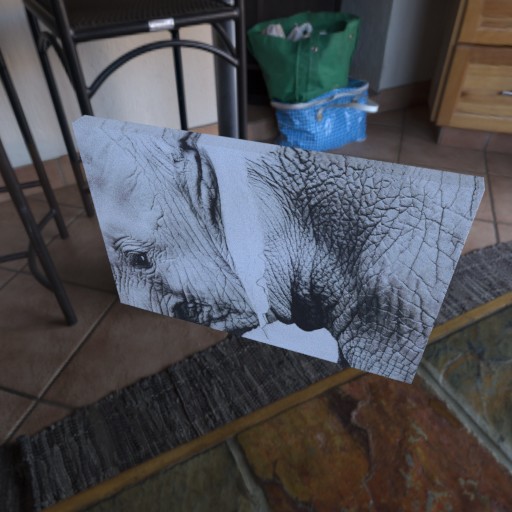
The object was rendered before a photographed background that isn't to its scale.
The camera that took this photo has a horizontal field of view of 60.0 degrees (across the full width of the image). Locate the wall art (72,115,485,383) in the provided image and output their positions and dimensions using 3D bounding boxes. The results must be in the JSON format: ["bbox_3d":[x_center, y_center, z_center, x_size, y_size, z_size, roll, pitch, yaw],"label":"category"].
[{"bbox_3d":[0.000,0.000,0.769,0.613,0.407,0.035,13,41,15],"label":"wall art"}]
